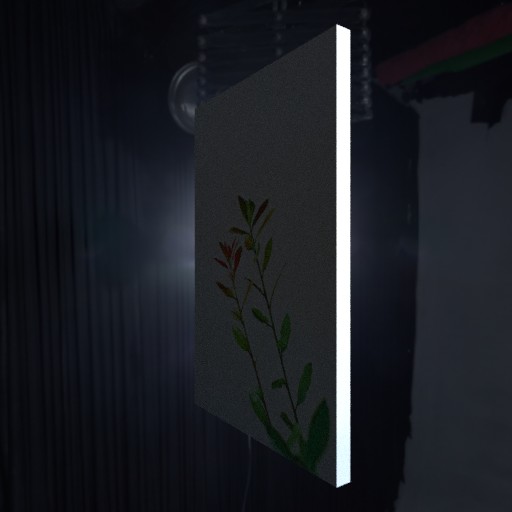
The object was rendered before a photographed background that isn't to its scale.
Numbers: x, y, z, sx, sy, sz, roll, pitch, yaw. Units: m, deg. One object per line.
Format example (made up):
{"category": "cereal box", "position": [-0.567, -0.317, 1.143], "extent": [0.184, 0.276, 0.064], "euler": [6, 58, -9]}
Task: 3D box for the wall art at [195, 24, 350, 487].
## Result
{"category": "wall art", "position": [0.000, 0.000, 1.137], "extent": [0.039, 0.915, 0.612], "euler": [0, 0, -35]}
